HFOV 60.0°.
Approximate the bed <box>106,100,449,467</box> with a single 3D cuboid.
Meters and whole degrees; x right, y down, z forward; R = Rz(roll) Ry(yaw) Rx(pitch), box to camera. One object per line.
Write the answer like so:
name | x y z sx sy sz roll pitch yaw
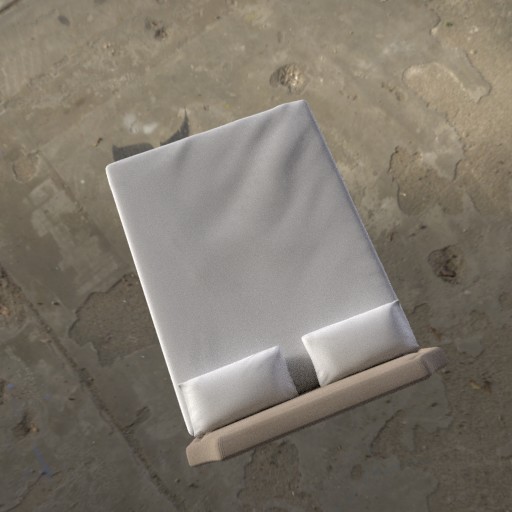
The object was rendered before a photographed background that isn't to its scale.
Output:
bed | 0.000 0.000 3.545 1.977 1.293 2.498 -20 77 -5
